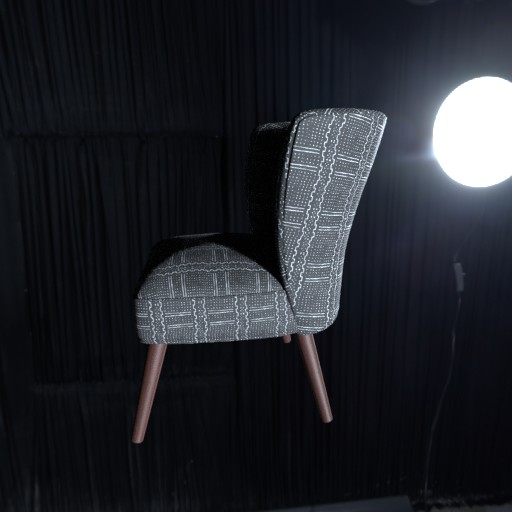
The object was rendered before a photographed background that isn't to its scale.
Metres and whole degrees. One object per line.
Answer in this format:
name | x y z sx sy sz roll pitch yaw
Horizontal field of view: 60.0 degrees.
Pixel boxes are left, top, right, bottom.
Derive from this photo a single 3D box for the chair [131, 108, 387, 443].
chair | 0.000 0.000 1.410 0.758 0.866 0.710 -2 14 -8
